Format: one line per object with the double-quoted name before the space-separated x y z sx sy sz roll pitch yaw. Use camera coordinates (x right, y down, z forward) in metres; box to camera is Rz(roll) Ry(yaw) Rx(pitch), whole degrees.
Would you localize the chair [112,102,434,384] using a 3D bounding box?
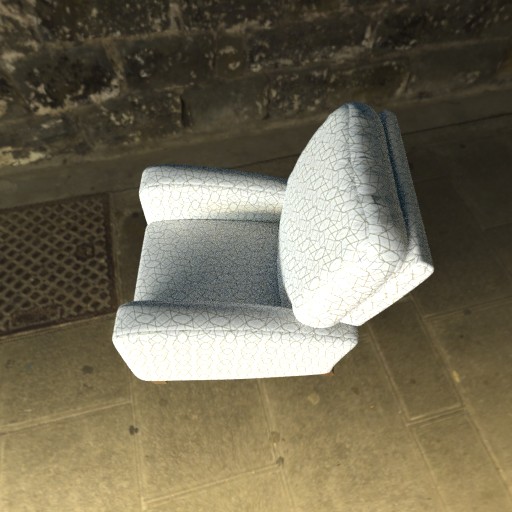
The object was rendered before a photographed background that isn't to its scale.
"chair" 0.000 0.000 1.756 0.995 1.064 0.796 0 58 0
